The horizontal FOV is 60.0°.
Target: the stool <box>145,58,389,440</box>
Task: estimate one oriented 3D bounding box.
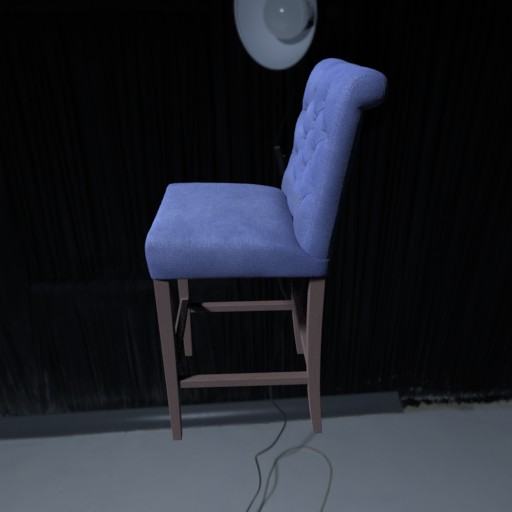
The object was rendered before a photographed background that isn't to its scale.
[{"bbox_3d":[0.000,0.000,1.425,0.601,1.140,0.493,-1,27,-2],"label":"stool"}]
